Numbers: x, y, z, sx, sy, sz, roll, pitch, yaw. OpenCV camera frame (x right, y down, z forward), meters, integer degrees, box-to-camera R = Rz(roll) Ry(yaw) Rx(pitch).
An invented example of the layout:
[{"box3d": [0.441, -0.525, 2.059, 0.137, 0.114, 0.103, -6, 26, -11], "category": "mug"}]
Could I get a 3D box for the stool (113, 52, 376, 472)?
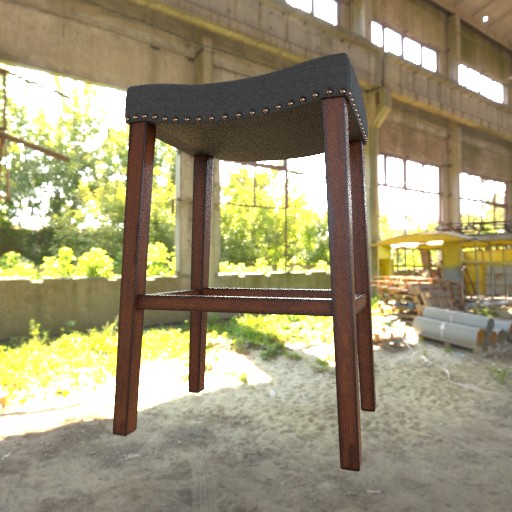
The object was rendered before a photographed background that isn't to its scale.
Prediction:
[{"box3d": [0.000, 0.000, 1.016, 0.502, 0.748, 0.366, 0, -1, 19], "category": "stool"}]
